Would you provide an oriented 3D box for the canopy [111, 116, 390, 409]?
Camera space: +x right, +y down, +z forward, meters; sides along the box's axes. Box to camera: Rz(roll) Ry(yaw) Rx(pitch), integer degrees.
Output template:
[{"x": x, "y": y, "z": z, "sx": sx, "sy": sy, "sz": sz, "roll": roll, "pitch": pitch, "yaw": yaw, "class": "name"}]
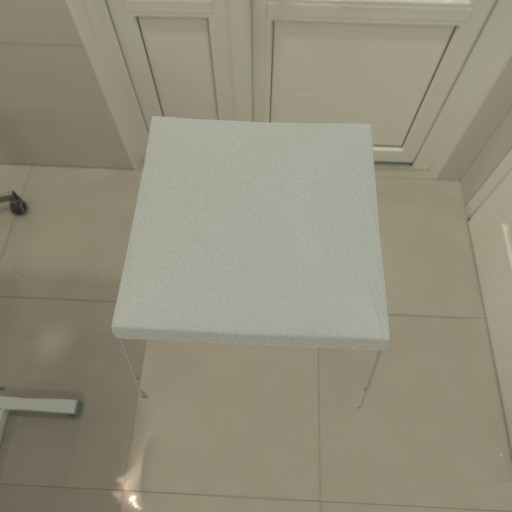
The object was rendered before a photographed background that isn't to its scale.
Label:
[{"x": 0.000, "y": 0.000, "z": 5.043, "sx": 2.848, "sy": 2.849, "sz": 2.849, "roll": 2, "pitch": 64, "yaw": 1, "class": "canopy"}]
